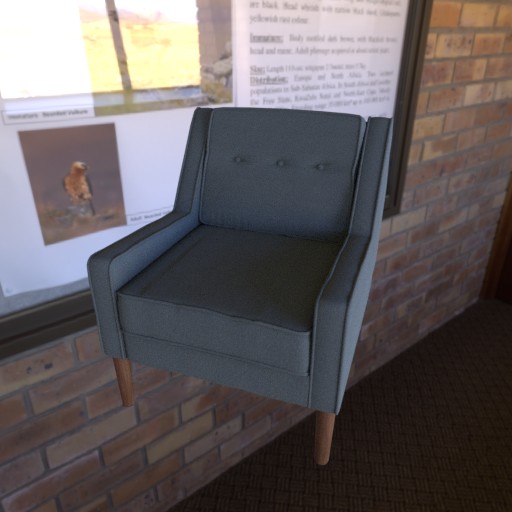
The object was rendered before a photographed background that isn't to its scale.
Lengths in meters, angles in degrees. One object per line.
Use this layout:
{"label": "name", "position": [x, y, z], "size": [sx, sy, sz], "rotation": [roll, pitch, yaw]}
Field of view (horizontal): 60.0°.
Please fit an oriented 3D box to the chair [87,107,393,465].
{"label": "chair", "position": [0.000, 0.000, 1.325], "size": [0.663, 0.780, 0.733], "rotation": [9, 28, 18]}
